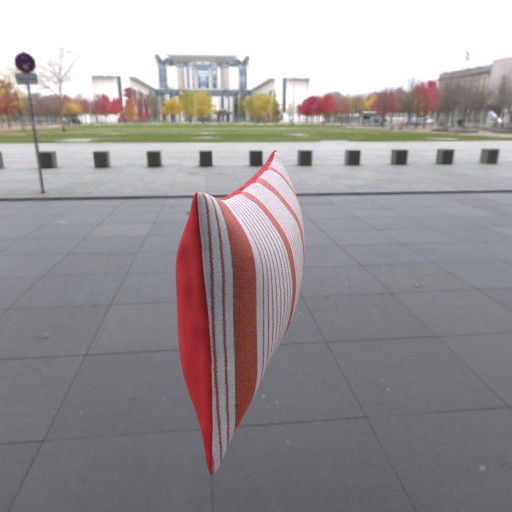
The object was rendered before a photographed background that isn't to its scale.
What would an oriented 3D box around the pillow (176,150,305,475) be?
[{"bbox_3d":[0.000,0.000,0.706,0.151,0.297,0.608,3,17,8],"label":"pillow"}]
